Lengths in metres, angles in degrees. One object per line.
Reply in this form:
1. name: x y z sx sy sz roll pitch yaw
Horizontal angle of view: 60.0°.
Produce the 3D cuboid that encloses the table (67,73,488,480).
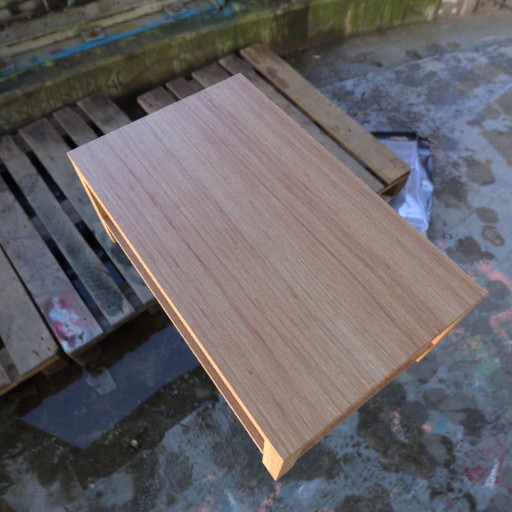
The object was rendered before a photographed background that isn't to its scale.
1. table: 0.000 0.000 1.509 0.695 0.457 1.146 -32 64 -18
